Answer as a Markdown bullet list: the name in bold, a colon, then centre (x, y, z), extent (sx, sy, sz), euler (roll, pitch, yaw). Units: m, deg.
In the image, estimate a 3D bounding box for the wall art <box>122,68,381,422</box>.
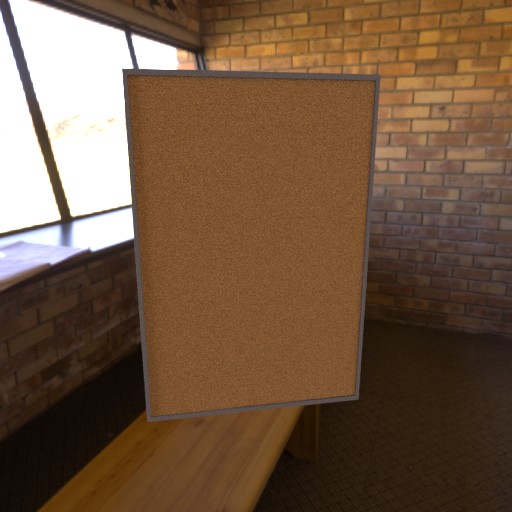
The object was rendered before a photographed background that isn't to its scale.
- **wall art**: centre (0.000, 0.000, 0.976), extent (0.511, 0.753, 0.039), euler (-3, 15, -10)
